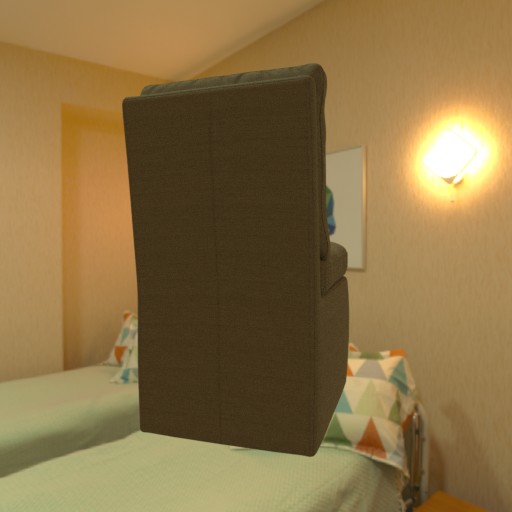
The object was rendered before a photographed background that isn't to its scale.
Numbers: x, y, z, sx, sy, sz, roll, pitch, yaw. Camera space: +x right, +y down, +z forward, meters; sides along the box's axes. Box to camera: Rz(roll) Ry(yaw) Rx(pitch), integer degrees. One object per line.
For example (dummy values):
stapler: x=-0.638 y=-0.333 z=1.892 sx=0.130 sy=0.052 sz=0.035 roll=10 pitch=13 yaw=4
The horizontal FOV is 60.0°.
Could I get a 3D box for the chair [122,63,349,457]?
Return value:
chair: x=0.000 y=0.000 z=1.346 sx=0.503 sy=0.927 sz=0.698 roll=0 pitch=1 yaw=18
